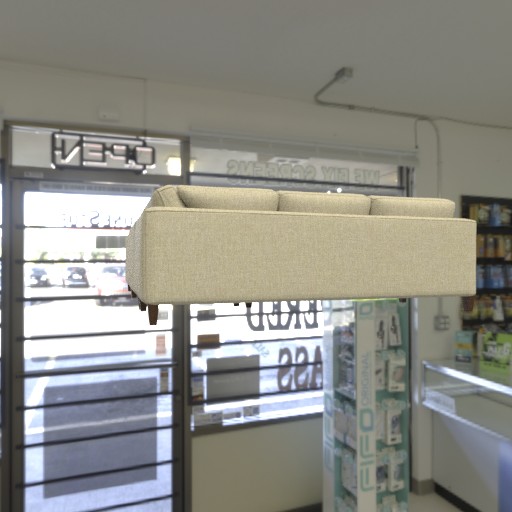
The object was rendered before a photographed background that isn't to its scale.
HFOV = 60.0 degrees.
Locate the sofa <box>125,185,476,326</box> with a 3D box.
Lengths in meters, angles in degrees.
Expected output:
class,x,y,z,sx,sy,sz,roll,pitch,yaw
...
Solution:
class,x,y,z,sx,sy,sz,roll,pitch,yaw
sofa,0.000,0.000,4.628,2.551,0.889,3.403,0,-1,-18
